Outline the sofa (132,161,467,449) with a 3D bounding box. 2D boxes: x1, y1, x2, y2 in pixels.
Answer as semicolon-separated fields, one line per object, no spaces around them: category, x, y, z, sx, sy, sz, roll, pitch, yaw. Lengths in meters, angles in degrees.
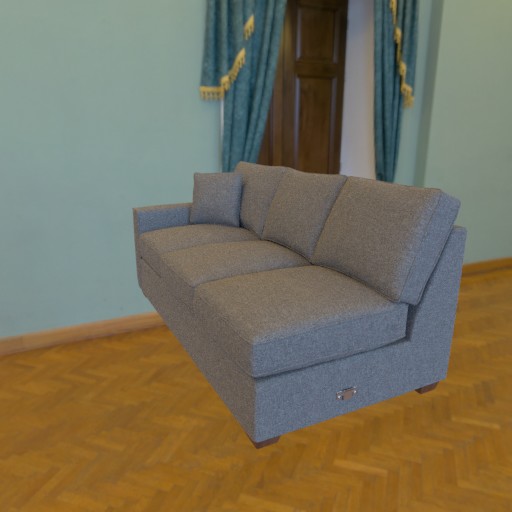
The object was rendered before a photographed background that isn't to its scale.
sofa;0.000;0.000;2.535;1.034;0.946;1.963;-8;18;-26
